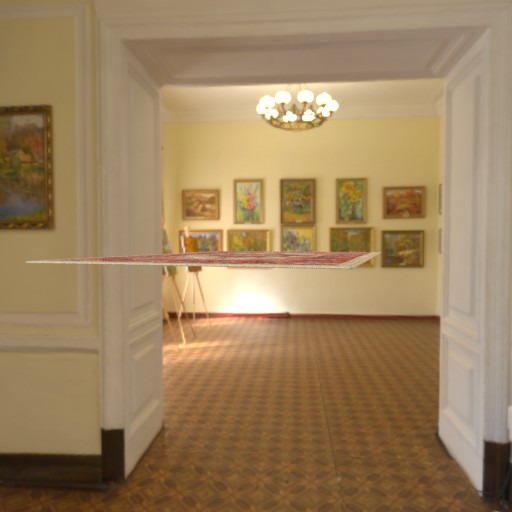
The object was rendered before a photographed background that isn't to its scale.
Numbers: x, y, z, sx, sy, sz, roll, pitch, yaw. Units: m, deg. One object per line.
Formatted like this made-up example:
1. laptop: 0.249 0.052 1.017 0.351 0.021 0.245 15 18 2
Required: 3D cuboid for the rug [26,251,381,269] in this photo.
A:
1. rug: 0.000 0.000 1.088 0.556 0.004 0.868 1 2 18
